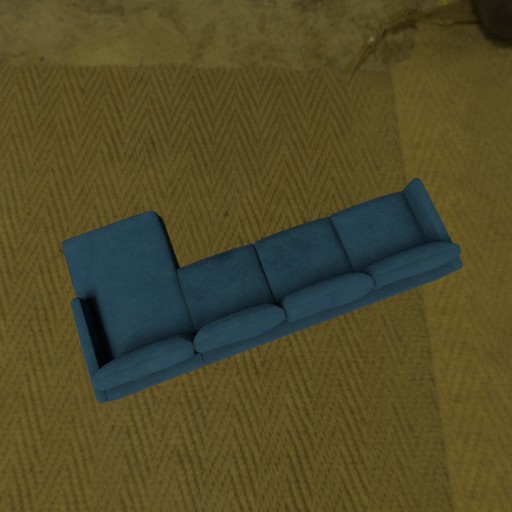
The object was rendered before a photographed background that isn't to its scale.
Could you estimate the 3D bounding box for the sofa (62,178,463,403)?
[{"bbox_3d":[0.000,0.000,3.582,2.932,0.810,1.350,-20,76,-5],"label":"sofa"}]
